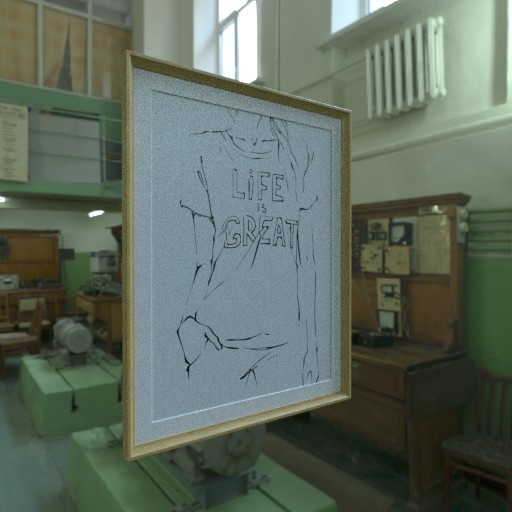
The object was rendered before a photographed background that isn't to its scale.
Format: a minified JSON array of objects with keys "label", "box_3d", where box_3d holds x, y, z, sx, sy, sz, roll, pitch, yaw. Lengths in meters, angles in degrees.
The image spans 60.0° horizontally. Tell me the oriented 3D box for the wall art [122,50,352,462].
[{"label":"wall art","box_3d":[0.000,0.000,1.321,0.798,1.002,0.030,0,1,-36]}]
